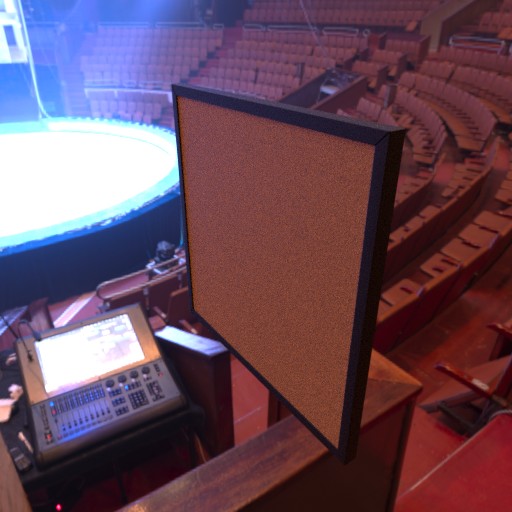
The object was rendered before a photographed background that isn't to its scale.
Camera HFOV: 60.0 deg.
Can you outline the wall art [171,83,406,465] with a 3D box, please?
[{"bbox_3d":[0.000,0.000,1.137,0.037,0.763,0.763,-18,32,-31],"label":"wall art"}]
